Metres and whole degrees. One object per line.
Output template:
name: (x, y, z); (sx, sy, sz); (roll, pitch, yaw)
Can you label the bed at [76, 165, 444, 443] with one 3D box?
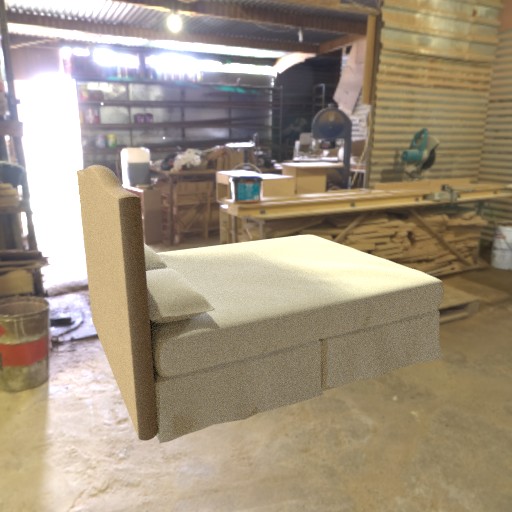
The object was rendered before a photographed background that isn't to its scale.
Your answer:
bed: (0.000, 0.000, 3.404); (2.282, 1.436, 1.821); (-8, 18, -26)
